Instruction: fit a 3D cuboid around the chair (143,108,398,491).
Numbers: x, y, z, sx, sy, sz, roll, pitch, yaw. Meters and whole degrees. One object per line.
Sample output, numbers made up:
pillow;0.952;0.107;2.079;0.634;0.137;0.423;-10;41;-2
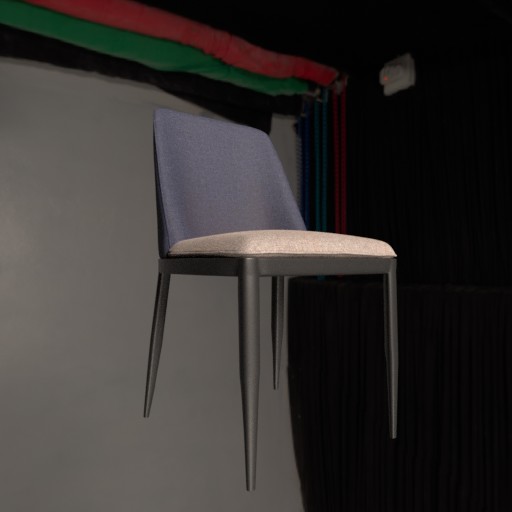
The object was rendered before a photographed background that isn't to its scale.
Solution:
chair;0.000;0.000;1.123;0.480;0.839;0.551;1;-1;-36
